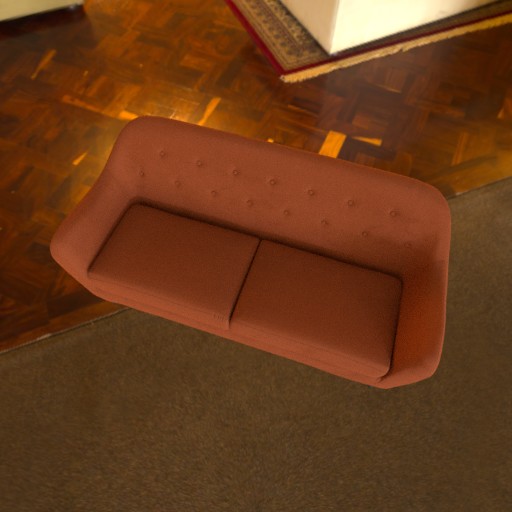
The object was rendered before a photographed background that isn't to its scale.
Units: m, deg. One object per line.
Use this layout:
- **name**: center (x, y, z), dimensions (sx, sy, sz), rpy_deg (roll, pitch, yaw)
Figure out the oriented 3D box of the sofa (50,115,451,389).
- **sofa**: center (0.000, 0.000, 2.285), dimensions (1.840, 0.836, 0.820), rpy_deg (16, 61, 9)
